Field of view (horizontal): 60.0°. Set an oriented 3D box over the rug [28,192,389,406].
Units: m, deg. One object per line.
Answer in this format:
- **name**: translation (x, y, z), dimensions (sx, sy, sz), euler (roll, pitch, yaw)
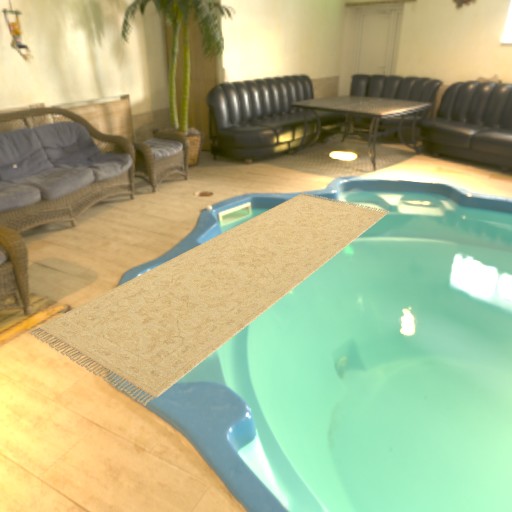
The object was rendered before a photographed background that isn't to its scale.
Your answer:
- **rug**: translation (0.000, 0.000, 2.784), dimensions (0.795, 0.015, 2.544), euler (17, 31, 31)
